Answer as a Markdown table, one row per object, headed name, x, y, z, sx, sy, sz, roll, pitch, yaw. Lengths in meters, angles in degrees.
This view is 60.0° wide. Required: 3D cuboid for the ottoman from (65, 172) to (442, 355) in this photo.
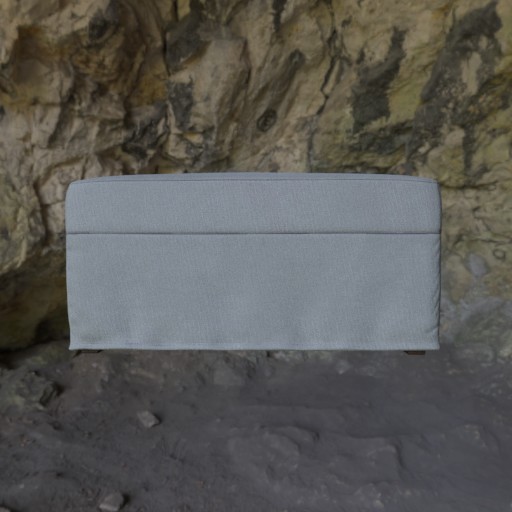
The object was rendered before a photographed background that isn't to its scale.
| name | x | y | z | sx | sy | sz | roll | pitch | yaw |
| --- | --- | --- | --- | --- | --- | --- | --- | --- | --- |
| ottoman | 0.000 | 0.000 | 1.366 | 0.843 | 0.441 | 0.842 | 0 | 0 | 1 |
